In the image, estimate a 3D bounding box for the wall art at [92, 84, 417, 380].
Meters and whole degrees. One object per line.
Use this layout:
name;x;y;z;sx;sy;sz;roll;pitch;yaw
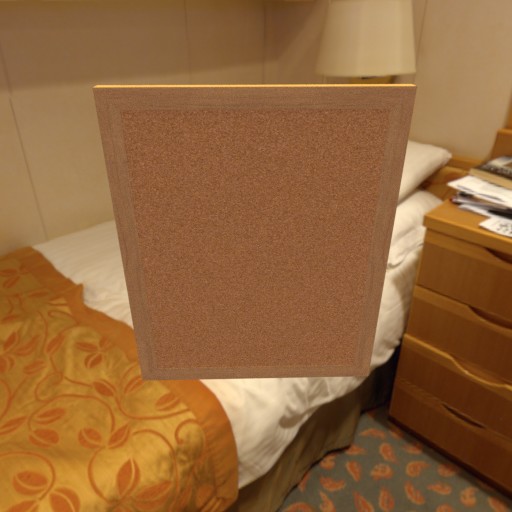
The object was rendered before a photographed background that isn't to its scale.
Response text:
wall art;0.000;0.000;0.774;0.460;0.561;0.020;-1;29;-1
